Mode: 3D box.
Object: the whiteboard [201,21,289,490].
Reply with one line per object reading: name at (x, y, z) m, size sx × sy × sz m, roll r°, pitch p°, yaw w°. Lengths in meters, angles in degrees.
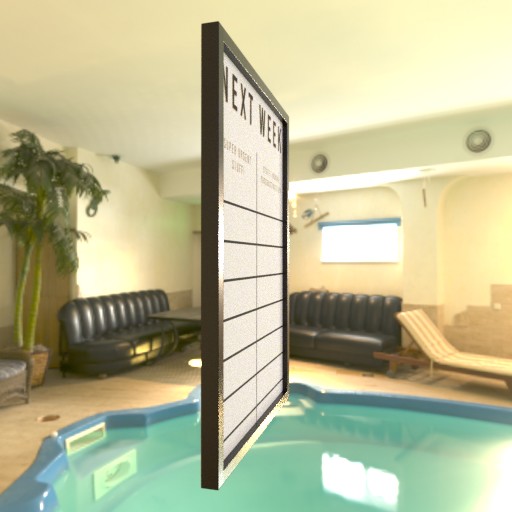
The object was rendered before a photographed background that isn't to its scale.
whiteboard at (0.000, 0.000, 0.771) m, size 0.026 × 0.611 × 0.406 m, roll 0°, pitch 0°, yaw 17°
